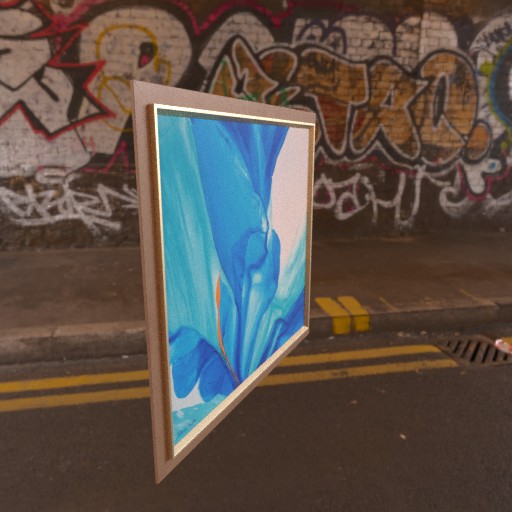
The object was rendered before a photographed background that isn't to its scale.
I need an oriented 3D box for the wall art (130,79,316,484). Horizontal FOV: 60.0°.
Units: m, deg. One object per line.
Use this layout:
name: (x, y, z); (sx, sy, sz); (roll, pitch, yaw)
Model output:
wall art: (0.000, 0.000, 1.619); (0.025, 1.067, 1.168); (7, 16, 27)
